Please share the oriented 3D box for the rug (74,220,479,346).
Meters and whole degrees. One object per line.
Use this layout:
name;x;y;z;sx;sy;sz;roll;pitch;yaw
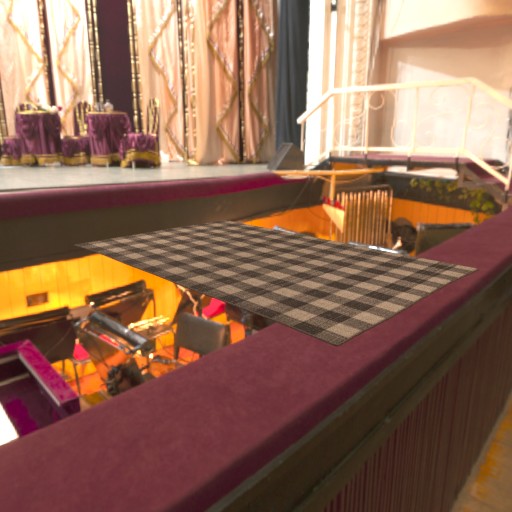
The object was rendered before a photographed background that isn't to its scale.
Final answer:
rug;0.000;0.000;3.138;1.554;0.011;2.476;-14;20;-43
